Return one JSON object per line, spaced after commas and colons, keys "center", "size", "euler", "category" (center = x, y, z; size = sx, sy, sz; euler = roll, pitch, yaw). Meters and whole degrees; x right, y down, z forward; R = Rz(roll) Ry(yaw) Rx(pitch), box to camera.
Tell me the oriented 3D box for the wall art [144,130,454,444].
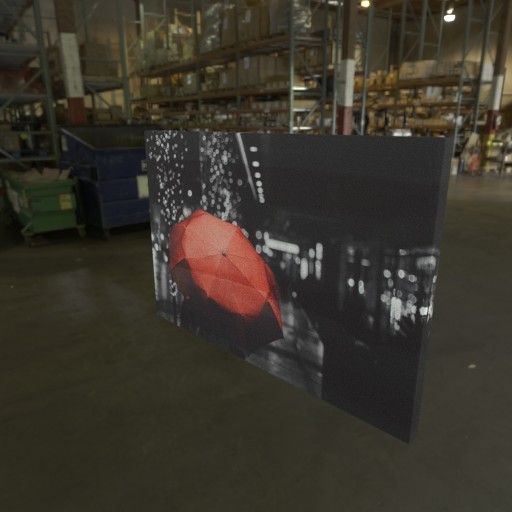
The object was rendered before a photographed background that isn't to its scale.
{"center": [0.000, 0.000, 1.139], "size": [0.914, 0.609, 0.038], "euler": [16, 23, 42], "category": "wall art"}
